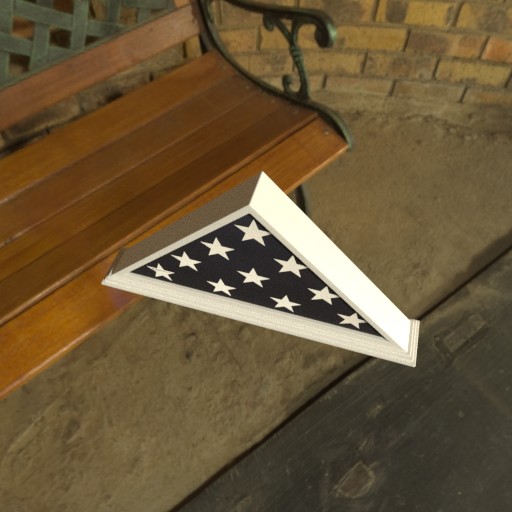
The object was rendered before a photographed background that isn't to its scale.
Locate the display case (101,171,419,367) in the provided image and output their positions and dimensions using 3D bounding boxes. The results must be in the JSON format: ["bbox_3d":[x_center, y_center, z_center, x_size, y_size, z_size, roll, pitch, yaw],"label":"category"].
[{"bbox_3d":[0.000,0.000,0.757,0.640,0.340,0.095,13,57,9],"label":"display case"}]
